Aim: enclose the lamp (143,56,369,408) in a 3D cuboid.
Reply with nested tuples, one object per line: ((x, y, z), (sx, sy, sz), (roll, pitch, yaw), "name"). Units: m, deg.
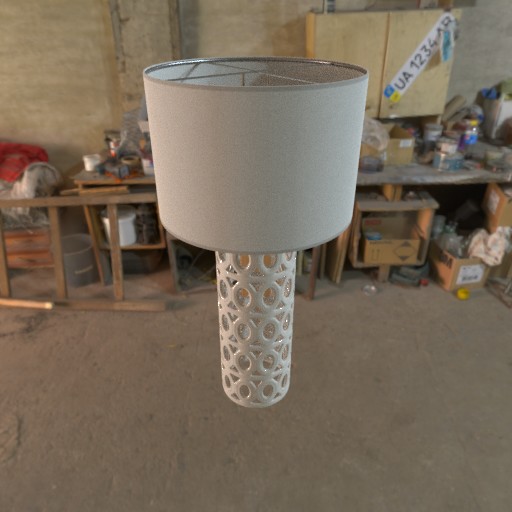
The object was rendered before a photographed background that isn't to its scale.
((0.000, 0.000, 0.809), (0.325, 0.636, 0.324), (-20, 36, -31), "lamp")
